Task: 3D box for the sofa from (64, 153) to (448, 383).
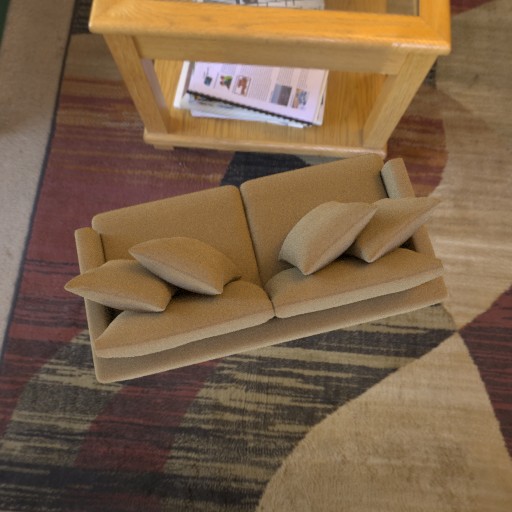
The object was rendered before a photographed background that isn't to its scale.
[{"bbox_3d":[0.000,0.000,3.120,2.380,1.084,1.228,-13,77,-3],"label":"sofa"}]
